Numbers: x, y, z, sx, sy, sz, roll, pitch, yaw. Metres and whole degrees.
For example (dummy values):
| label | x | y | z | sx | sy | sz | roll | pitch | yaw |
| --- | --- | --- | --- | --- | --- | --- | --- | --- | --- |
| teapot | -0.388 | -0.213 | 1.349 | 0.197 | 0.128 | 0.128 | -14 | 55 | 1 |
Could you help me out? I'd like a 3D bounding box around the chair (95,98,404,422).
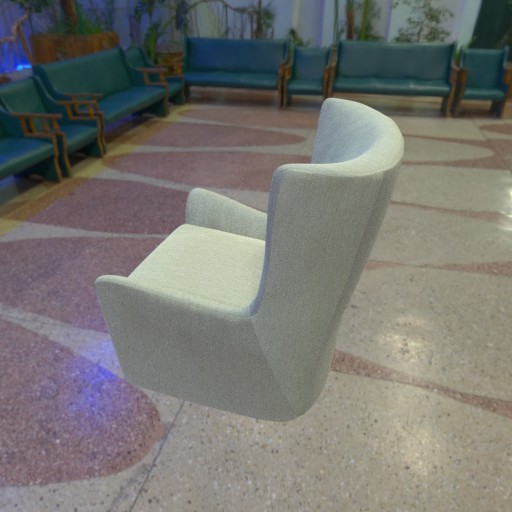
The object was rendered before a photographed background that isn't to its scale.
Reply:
| label | x | y | z | sx | sy | sz | roll | pitch | yaw |
| --- | --- | --- | --- | --- | --- | --- | --- | --- | --- |
| chair | 0.000 | 0.000 | 1.640 | 0.904 | 1.000 | 0.779 | 9 | 33 | 14 |
